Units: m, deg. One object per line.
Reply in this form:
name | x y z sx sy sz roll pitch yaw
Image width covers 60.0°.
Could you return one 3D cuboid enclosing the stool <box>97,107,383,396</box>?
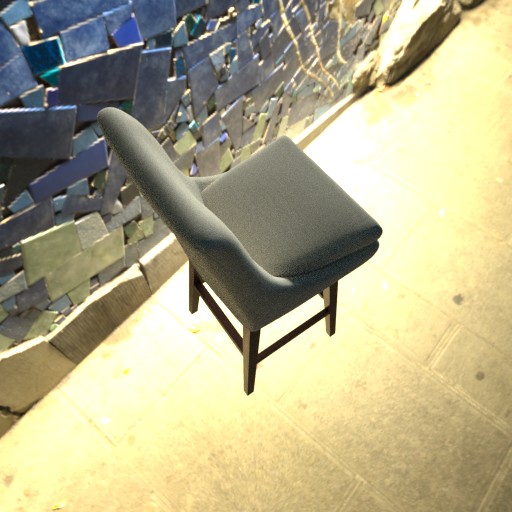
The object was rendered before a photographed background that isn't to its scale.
stool | 0.000 0.000 1.379 0.559 1.093 0.483 -31 63 -18
